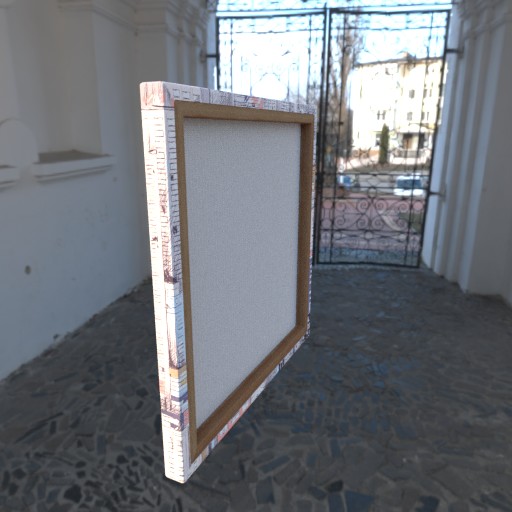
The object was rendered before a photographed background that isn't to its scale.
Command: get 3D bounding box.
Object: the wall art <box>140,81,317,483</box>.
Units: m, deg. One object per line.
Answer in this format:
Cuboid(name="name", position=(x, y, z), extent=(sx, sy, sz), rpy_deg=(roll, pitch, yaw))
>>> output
Cuboid(name="wall art", position=(0.000, 0.000, 1.130), extent=(0.048, 0.762, 0.761), rpy_deg=(7, 17, 25))
